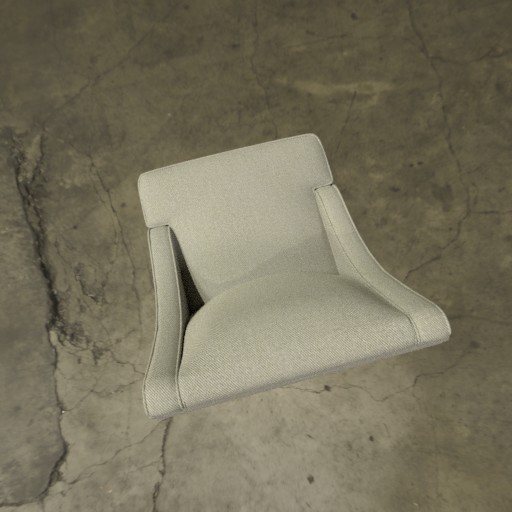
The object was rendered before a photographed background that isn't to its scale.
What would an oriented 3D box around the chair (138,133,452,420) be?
[{"bbox_3d":[0.000,0.000,1.356,0.628,0.872,0.748,-14,76,-4],"label":"chair"}]
